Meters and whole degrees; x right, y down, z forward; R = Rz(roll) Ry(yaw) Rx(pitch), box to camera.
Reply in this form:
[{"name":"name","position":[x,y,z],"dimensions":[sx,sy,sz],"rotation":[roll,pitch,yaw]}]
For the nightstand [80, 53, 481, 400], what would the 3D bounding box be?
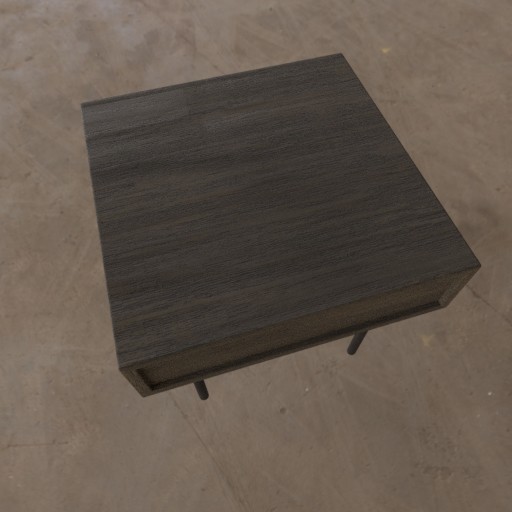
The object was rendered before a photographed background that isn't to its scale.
[{"name":"nightstand","position":[0.000,0.000,0.909],"dimensions":[0.502,0.497,0.503],"rotation":[-15,60,-9]}]
